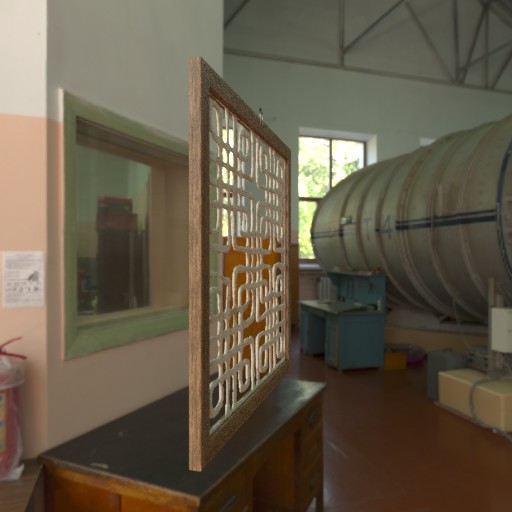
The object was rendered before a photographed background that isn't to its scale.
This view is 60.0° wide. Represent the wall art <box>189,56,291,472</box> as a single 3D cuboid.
[{"bbox_3d":[0.000,0.000,0.867,0.021,0.582,0.561,0,0,17],"label":"wall art"}]
